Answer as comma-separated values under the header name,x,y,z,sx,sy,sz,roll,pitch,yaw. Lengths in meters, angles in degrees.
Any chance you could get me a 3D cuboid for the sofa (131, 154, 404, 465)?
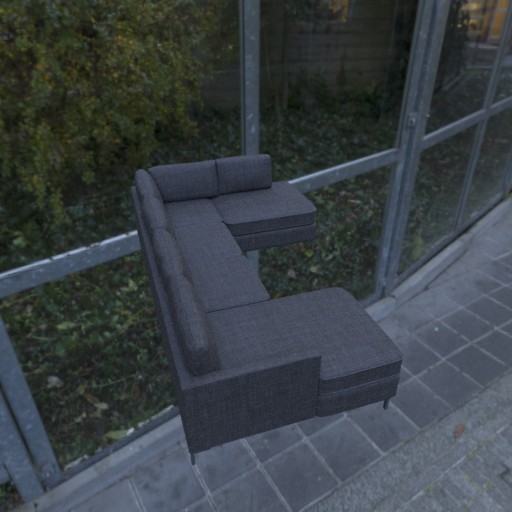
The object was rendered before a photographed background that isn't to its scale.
name,x,y,z,sx,sy,sz,roll,pitch,yaw
sofa,0.000,0.000,4.342,2.048,0.999,3.423,-10,32,-16
